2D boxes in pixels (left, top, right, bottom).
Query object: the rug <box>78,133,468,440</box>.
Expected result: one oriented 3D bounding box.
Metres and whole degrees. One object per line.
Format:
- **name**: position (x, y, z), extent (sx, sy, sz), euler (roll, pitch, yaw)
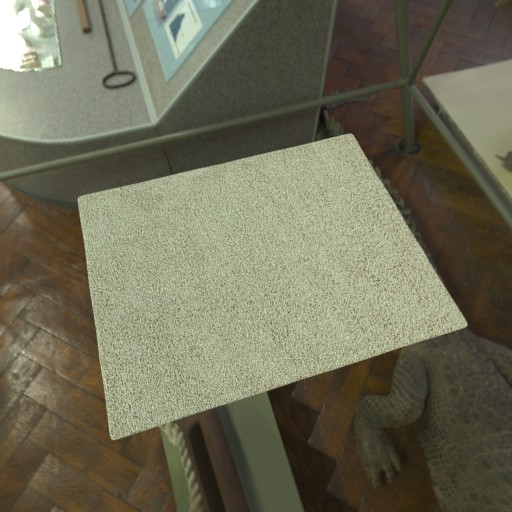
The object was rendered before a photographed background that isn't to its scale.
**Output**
- **rug**: position (0.000, 0.000, 4.154), extent (3.047, 0.029, 2.438), euler (-15, 60, -9)
